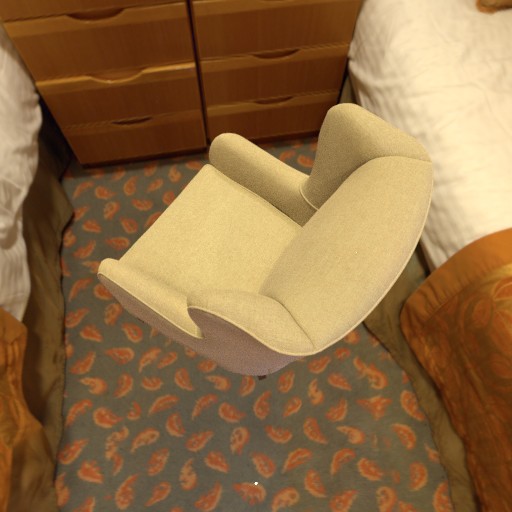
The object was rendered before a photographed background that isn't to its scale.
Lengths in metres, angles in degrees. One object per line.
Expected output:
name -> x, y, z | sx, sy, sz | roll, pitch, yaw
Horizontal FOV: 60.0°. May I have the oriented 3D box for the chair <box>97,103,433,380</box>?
chair -> 0.000, 0.000, 1.726 | 0.966, 1.040, 0.838 | 31, 67, 15
